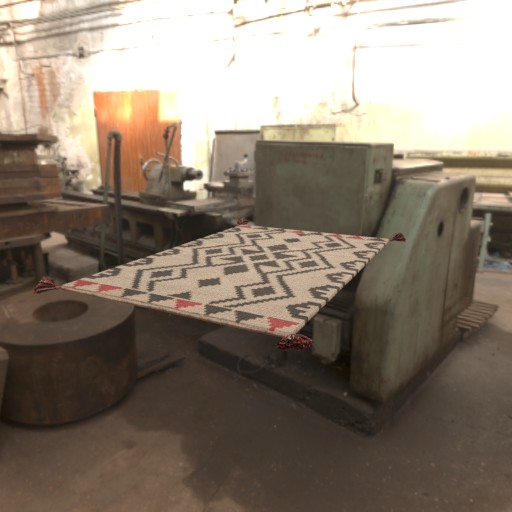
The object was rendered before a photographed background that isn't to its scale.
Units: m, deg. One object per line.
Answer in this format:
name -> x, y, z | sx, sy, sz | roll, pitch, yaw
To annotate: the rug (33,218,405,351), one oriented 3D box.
rug -> 0.000, 0.000, 2.677 | 1.444, 0.067, 2.069 | 7, 16, 26
